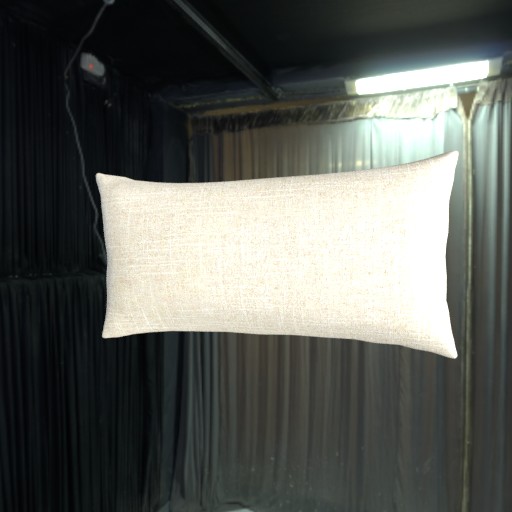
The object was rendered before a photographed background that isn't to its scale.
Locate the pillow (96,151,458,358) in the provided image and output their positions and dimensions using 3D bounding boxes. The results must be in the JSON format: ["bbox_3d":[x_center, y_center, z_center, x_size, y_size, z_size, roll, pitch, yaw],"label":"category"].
[{"bbox_3d":[0.000,0.000,1.029,0.859,0.429,0.197,0,1,17],"label":"pillow"}]
